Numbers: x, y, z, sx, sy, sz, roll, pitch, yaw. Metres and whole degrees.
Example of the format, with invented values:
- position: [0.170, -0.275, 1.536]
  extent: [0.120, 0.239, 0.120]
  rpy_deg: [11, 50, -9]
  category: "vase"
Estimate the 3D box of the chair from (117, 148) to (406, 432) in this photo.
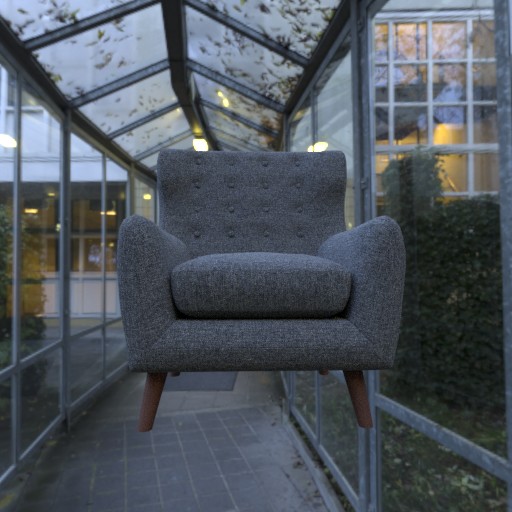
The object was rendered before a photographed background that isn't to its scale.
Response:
- position: [0.000, 0.000, 1.722]
  extent: [0.889, 1.039, 0.940]
  rpy_deg: [0, -1, -3]
  category: "chair"
